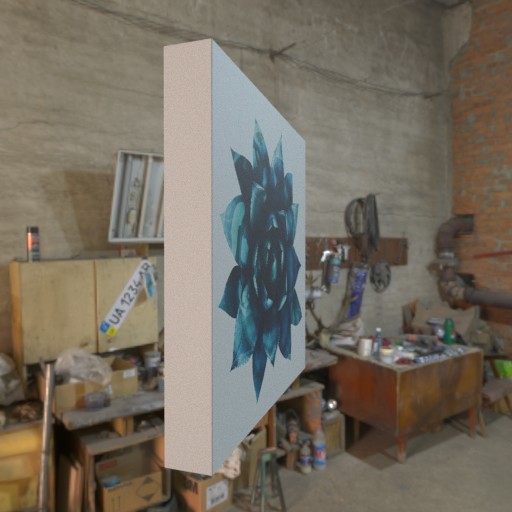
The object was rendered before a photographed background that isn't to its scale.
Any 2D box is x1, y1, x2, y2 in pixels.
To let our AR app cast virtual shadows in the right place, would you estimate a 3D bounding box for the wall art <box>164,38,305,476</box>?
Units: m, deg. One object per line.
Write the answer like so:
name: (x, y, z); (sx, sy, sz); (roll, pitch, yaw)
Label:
wall art: (0.000, 0.000, 0.459); (0.038, 0.305, 0.305); (0, 1, 19)
